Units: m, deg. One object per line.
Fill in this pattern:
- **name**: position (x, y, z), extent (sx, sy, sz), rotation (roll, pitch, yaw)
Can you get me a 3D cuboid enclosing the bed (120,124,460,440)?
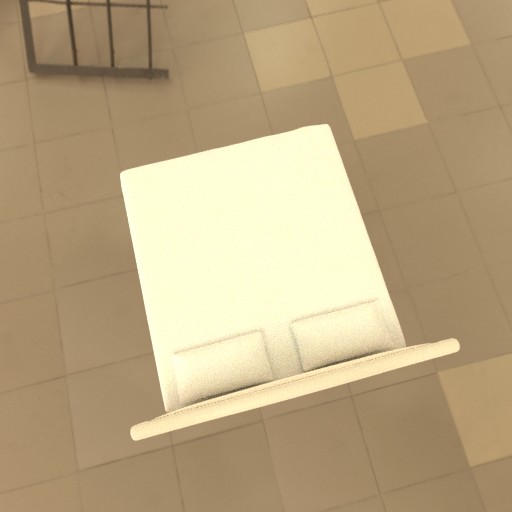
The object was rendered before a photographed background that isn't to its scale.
- **bed**: position (0.000, 0.000, 3.546), extent (2.083, 1.421, 2.182), rotation (-14, 74, -4)
